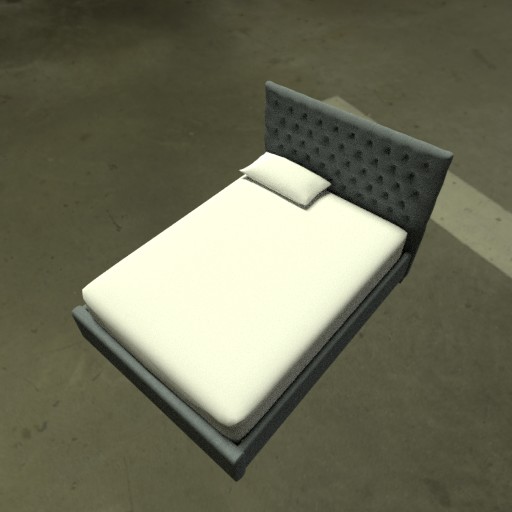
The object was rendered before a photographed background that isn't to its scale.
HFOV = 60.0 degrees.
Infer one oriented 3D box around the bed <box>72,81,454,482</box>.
[{"bbox_3d":[0.000,0.000,3.370,1.698,1.411,2.335,32,55,26],"label":"bed"}]
